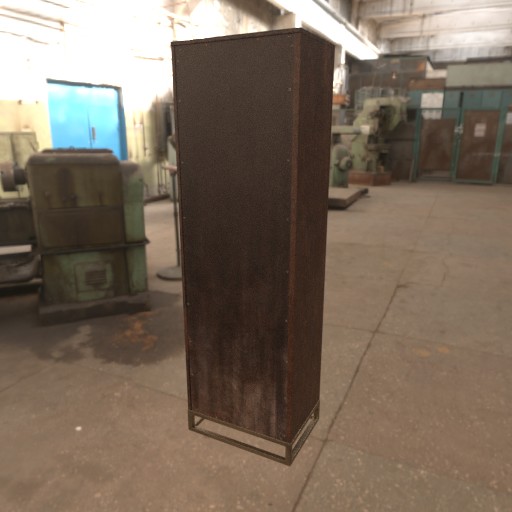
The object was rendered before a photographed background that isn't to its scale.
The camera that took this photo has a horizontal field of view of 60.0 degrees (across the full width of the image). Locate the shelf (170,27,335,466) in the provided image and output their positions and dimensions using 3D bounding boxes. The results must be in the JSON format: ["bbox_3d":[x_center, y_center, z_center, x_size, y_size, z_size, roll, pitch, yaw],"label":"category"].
[{"bbox_3d":[0.000,0.000,1.978,0.539,1.732,0.395,8,18,26],"label":"shelf"}]
